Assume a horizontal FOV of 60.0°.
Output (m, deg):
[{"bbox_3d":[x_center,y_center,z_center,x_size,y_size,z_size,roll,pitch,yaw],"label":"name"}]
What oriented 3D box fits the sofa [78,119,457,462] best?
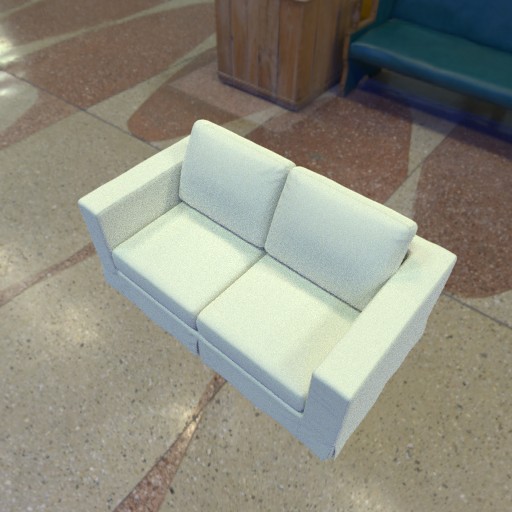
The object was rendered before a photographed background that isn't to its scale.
[{"bbox_3d":[0.000,0.000,2.476,1.813,0.932,1.009,32,55,26],"label":"sofa"}]
